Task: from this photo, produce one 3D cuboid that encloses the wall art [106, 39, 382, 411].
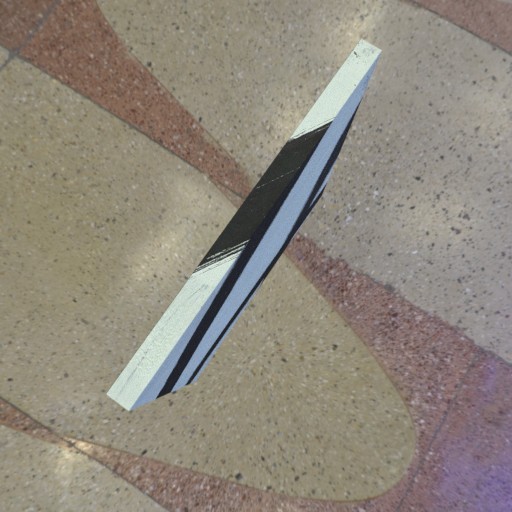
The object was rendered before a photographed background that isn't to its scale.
[{"bbox_3d":[0.000,0.000,1.125,0.046,0.765,0.765,33,80,7],"label":"wall art"}]
